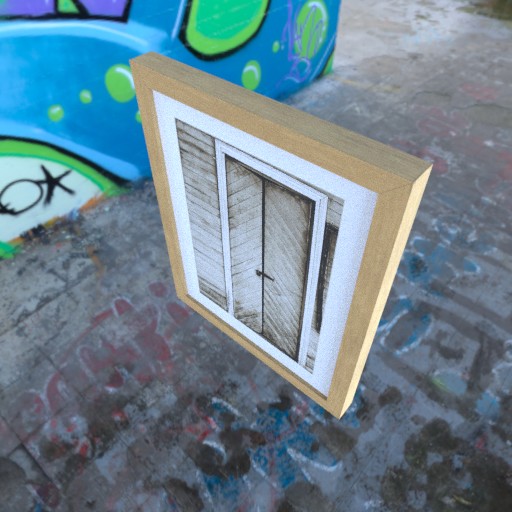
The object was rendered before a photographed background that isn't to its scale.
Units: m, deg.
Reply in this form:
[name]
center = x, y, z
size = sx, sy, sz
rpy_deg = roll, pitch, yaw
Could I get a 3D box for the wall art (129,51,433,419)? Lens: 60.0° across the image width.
[wall art]
center = 0.000, 0.000, 0.519
size = 0.312, 0.380, 0.030
rpy_deg = 32, 54, 27
